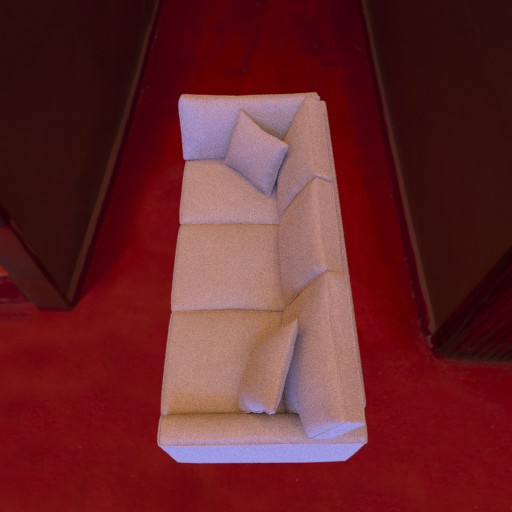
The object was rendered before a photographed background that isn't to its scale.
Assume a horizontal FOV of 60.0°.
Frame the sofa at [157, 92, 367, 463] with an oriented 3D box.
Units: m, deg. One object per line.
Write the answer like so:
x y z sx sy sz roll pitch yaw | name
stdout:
0.000 0.000 2.838 1.061 0.962 2.317 0 58 0 | sofa
